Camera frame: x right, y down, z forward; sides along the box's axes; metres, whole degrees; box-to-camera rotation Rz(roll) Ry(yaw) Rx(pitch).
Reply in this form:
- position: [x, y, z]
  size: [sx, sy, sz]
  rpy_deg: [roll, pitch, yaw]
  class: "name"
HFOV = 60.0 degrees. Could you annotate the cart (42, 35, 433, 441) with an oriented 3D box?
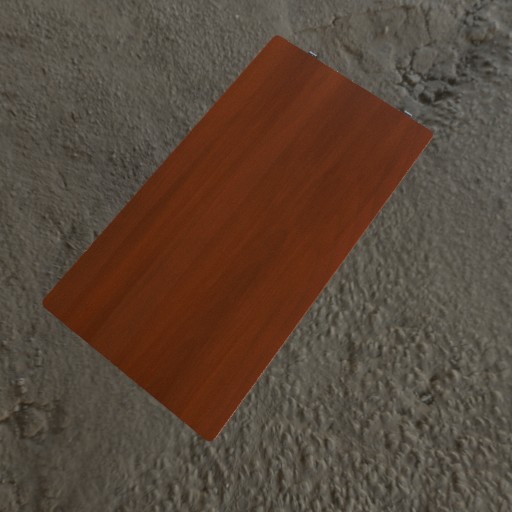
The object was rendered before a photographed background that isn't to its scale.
- position: [0.000, 0.000, 1.429]
  size: [0.457, 0.927, 0.899]
  rpy_deg: [36, 78, 9]
  class: "cart"
